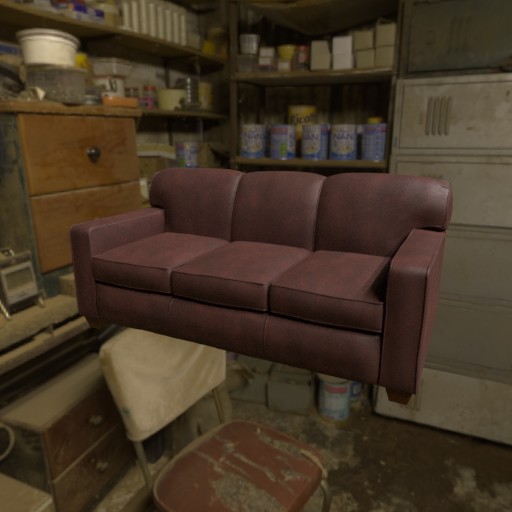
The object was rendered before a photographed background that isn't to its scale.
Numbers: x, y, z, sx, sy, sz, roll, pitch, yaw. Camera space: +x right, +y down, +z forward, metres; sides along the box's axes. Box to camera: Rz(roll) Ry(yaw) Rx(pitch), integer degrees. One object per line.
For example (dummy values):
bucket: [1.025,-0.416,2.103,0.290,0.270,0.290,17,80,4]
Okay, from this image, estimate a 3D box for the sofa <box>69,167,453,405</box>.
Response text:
sofa: [0.000,0.000,2.623,2.039,0.953,1.008,7,17,25]
